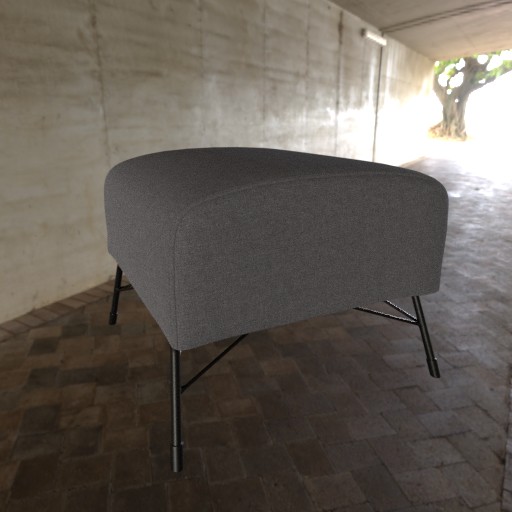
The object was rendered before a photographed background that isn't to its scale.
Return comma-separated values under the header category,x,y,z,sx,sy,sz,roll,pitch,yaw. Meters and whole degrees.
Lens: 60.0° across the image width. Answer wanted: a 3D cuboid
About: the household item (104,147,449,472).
category,x,y,z,sx,sy,sz,roll,pitch,yaw
household item,0.000,0.000,0.894,0.530,0.410,0.530,-9,20,-26
